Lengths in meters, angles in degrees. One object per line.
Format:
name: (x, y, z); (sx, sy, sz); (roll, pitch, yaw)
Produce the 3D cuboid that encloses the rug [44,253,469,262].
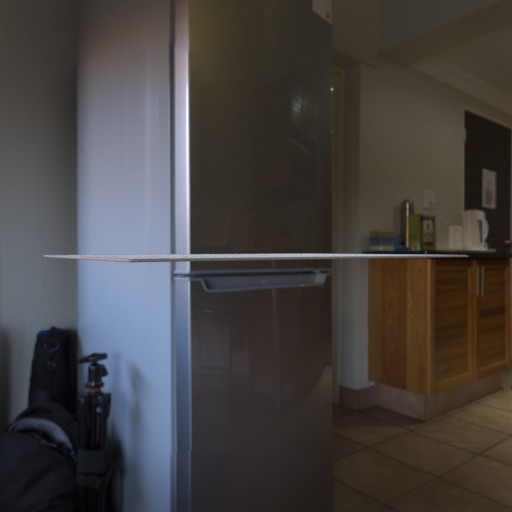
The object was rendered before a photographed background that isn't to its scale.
rug: (0.000, 0.000, 2.698); (2.115, 0.013, 1.517); (-1, 1, -35)
